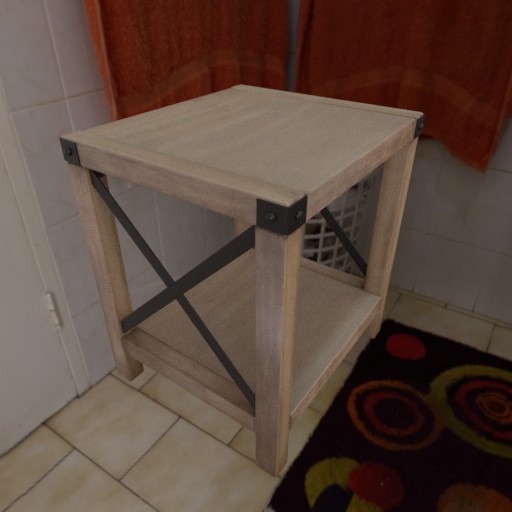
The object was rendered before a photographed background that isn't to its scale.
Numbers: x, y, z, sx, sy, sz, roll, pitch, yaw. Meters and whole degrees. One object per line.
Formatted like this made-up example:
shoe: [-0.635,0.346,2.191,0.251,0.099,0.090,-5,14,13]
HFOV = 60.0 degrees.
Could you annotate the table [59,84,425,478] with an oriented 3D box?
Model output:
table: [0.000,0.000,0.938,0.459,0.561,0.510,21,38,29]
